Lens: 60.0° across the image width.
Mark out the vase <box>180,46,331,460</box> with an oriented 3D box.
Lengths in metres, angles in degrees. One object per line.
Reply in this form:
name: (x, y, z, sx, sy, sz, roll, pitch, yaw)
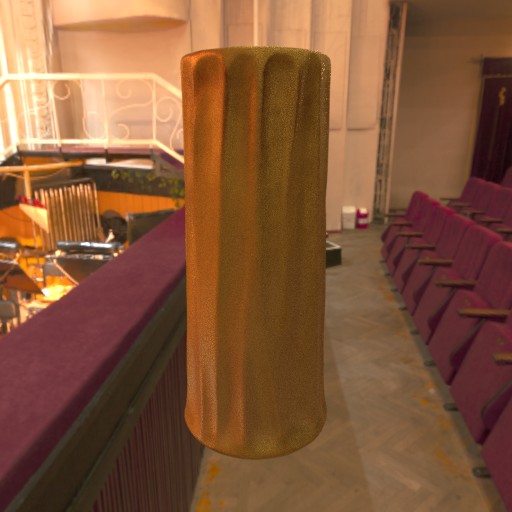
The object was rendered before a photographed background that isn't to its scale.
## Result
vase: (0.000, 0.000, 0.174, 0.061, 0.143, 0.061, 0, 16, 0)
